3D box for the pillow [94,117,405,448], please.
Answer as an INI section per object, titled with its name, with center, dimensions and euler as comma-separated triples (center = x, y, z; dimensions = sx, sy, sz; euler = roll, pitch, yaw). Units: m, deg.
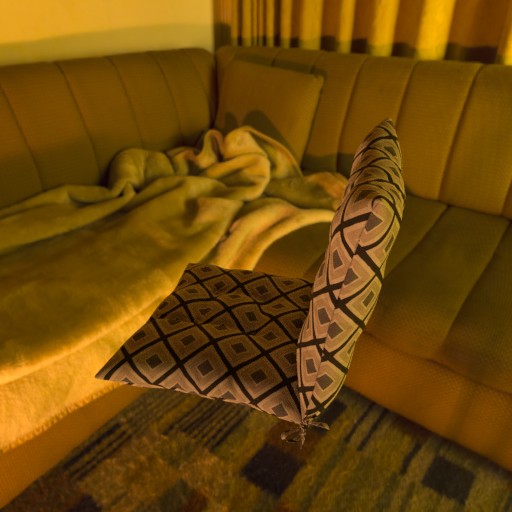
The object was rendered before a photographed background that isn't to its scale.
[pillow]
center = 0.000, 0.000, 0.990
dimensions = 0.585, 0.536, 0.541
euler = 8, 31, 14
